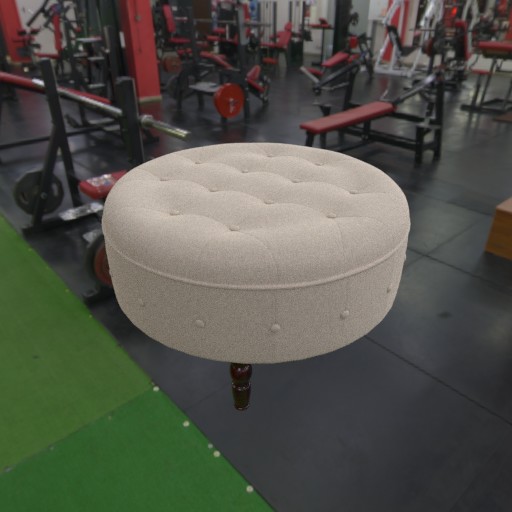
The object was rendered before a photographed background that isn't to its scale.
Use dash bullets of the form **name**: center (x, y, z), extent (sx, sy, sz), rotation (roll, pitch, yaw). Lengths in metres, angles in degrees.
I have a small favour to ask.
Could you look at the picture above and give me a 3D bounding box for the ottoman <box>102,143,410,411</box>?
- **ottoman**: center (0.000, 0.000, 1.355), extent (0.848, 0.494, 0.848), rotation (0, 30, 0)
